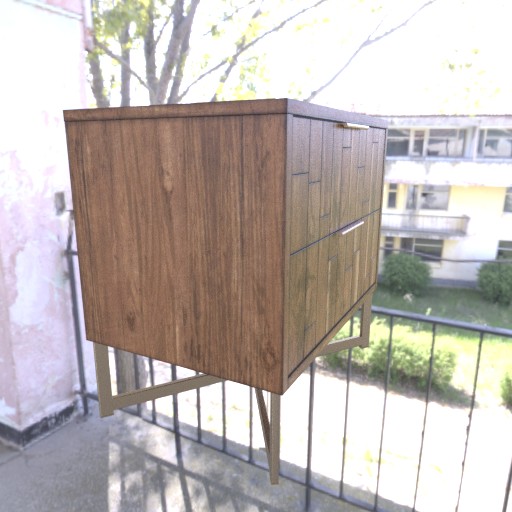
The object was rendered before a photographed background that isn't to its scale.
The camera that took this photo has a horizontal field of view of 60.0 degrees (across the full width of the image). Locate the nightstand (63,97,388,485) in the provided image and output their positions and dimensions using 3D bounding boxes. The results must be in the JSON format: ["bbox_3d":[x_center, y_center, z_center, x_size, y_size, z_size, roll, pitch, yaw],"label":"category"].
[{"bbox_3d":[0.000,0.000,1.010,0.446,0.610,0.610,7,16,27],"label":"nightstand"}]
